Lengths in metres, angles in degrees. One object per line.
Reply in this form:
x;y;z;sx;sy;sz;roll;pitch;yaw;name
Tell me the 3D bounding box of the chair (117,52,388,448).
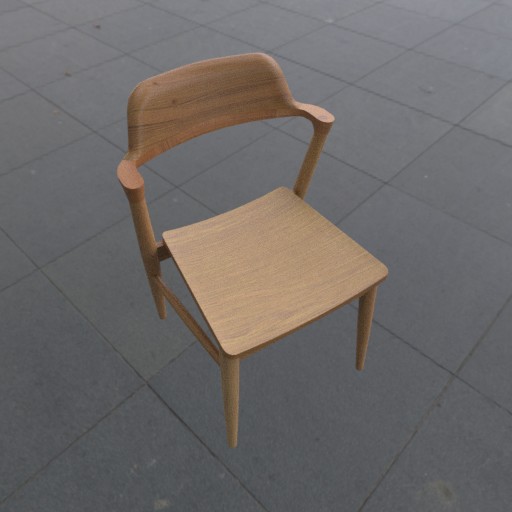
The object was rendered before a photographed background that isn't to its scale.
0.000;0.000;1.107;0.512;0.792;0.499;-24;51;-21;chair
